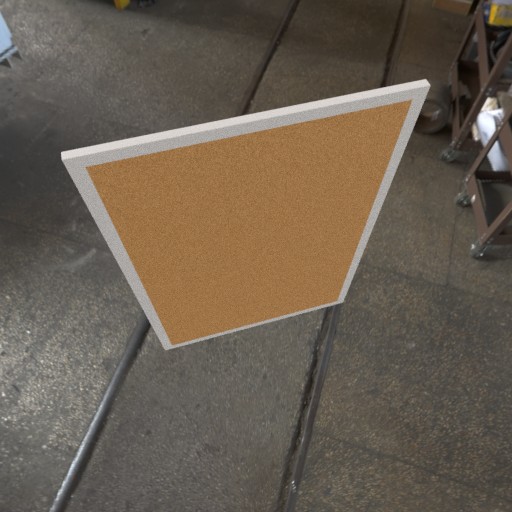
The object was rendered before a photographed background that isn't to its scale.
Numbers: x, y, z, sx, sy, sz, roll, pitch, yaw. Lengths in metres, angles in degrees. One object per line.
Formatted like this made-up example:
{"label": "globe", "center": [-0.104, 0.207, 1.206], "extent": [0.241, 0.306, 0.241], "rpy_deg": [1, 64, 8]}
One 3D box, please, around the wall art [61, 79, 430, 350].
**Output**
{"label": "wall art", "center": [0.000, 0.000, 0.814], "extent": [0.456, 0.656, 0.013], "rpy_deg": [-14, 60, -8]}
